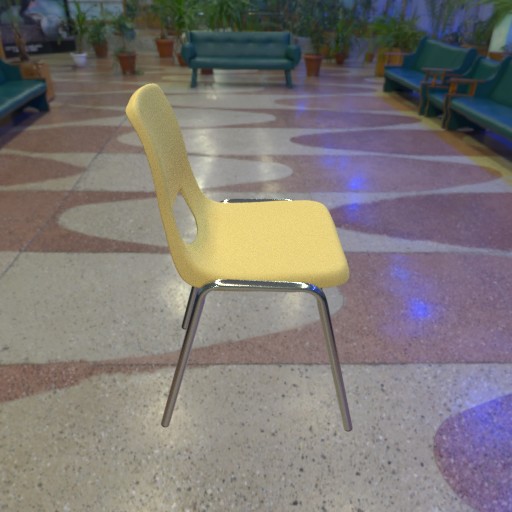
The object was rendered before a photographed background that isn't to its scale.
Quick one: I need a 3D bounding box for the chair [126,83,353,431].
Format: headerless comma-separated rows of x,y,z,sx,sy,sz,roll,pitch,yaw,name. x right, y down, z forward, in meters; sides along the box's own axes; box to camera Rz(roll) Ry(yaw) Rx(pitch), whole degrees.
0.000,0.000,0.977,0.436,0.704,0.381,0,32,0,chair
